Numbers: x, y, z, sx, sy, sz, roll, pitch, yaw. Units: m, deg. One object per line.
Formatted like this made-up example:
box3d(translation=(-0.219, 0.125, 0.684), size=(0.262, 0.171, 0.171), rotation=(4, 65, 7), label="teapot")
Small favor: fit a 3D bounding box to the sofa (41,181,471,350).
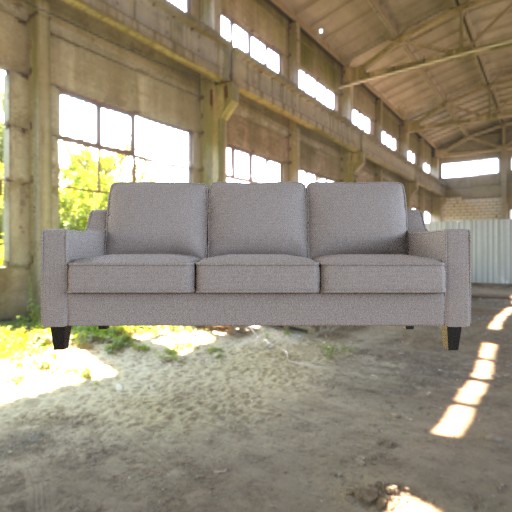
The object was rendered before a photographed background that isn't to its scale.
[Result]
box3d(translation=(0.000, 0.000, 2.588), size=(2.129, 0.950, 0.899), rotation=(0, 0, 0), label="sofa")
